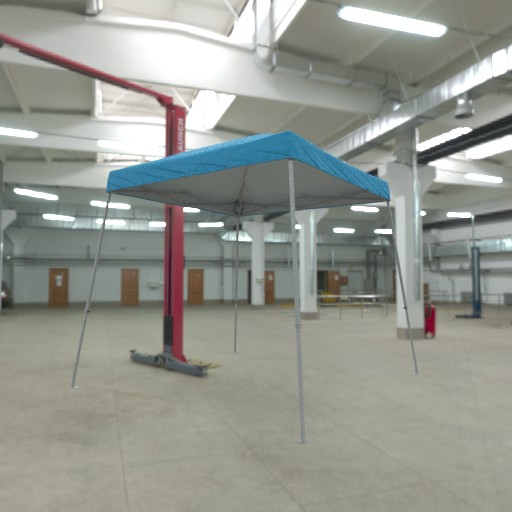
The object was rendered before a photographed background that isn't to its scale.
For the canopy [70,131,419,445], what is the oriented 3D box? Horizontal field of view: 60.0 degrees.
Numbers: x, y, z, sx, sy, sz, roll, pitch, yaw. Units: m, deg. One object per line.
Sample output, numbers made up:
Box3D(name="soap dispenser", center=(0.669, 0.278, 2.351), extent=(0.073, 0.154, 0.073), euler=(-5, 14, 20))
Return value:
Box3D(name="canopy", center=(0.000, 0.000, 5.144), extent=(2.850, 2.850, 2.849), euler=(-2, -4, 35))
